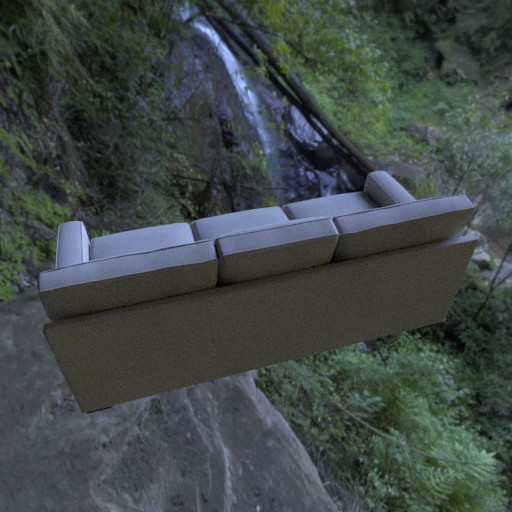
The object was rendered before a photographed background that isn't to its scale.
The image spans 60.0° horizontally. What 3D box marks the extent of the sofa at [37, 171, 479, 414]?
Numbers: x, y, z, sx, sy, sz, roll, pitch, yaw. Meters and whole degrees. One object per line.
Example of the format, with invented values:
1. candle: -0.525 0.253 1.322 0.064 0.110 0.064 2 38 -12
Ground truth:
1. sofa: 0.000 0.000 2.500 2.088 0.862 0.935 -11 43 -12
